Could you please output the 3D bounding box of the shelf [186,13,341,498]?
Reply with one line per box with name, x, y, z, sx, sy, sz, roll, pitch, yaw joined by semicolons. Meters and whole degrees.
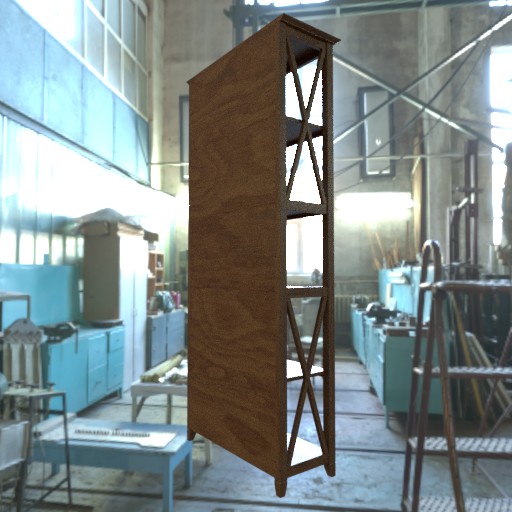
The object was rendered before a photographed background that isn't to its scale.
shelf;0.000;0.000;2.148;0.335;1.905;0.805;2;-3;-37
